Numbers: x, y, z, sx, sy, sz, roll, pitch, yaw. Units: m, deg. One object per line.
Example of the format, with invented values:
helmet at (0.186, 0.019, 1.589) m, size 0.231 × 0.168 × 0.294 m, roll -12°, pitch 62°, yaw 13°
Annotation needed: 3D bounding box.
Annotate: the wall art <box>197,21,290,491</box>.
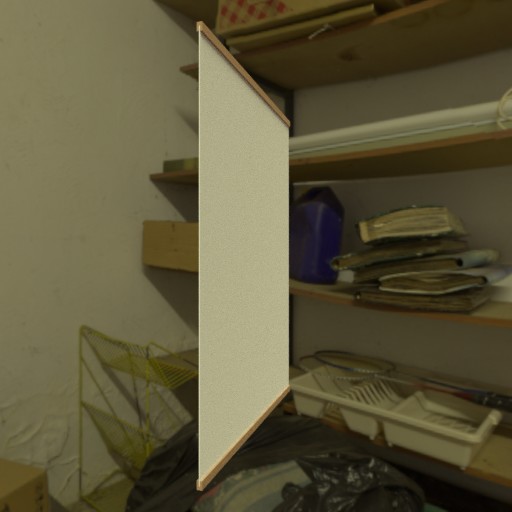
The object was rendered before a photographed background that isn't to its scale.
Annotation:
wall art at (0.000, 0.000, 1.321) m, size 0.013 × 1.016 × 0.758 m, roll 0°, pitch 0°, yaw 19°
